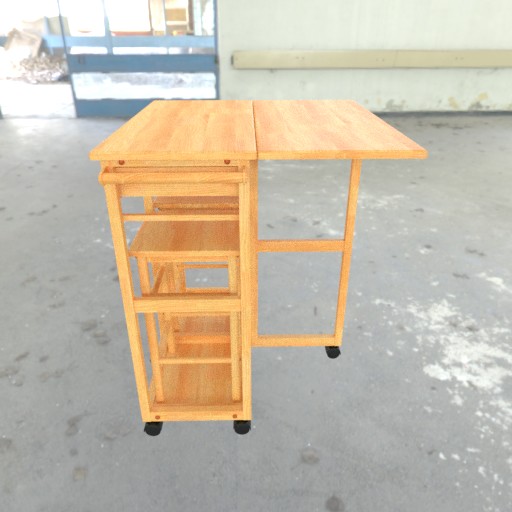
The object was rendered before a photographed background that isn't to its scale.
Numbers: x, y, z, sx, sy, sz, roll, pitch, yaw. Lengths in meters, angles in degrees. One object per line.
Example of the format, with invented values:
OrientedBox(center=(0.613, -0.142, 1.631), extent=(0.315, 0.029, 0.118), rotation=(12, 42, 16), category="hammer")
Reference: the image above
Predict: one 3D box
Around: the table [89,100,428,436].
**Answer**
OrientedBox(center=(0.000, 0.000, 1.395), extent=(0.693, 0.832, 0.752), rotation=(-1, 27, -1), category="table")
